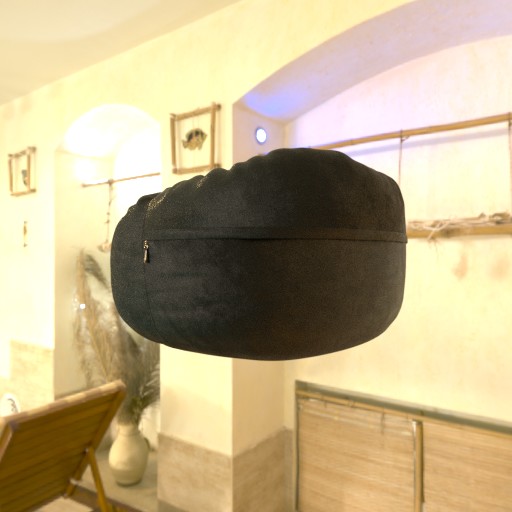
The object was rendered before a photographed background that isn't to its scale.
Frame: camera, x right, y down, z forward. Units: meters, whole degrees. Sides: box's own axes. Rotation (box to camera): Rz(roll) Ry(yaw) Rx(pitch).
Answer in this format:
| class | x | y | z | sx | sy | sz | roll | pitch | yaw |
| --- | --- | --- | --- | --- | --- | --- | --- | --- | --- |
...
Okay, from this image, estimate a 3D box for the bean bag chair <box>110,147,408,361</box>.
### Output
| class | x | y | z | sx | sy | sz | roll | pitch | yaw |
| --- | --- | --- | --- | --- | --- | --- | --- | --- | --- |
| bean bag chair | 0.000 | 0.000 | 2.365 | 1.524 | 0.878 | 1.524 | 0 | 0 | 35 |
